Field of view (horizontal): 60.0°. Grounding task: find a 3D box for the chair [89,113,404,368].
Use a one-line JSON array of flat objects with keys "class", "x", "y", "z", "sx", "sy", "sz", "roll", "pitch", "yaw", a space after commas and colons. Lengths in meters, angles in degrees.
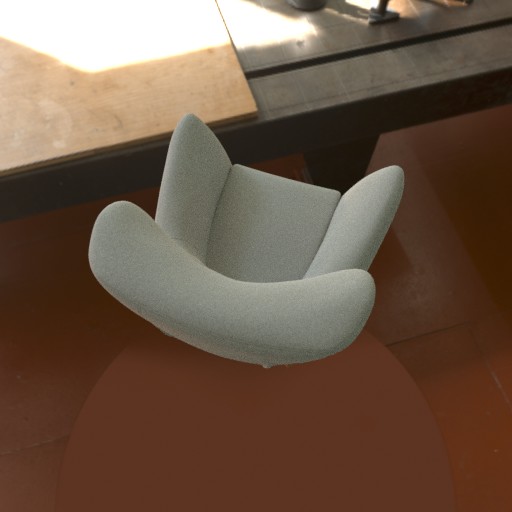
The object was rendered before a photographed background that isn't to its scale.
[{"class": "chair", "x": 0.000, "y": 0.000, "z": 1.649, "sx": 0.890, "sy": 0.889, "sz": 0.889, "roll": 17, "pitch": 65, "yaw": 8}]
